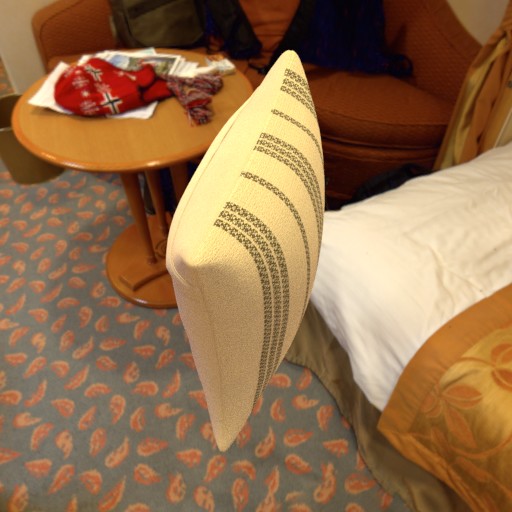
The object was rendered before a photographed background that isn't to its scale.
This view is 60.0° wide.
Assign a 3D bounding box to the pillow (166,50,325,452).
[{"bbox_3d":[0.000,0.000,0.618,0.173,0.406,0.405,10,48,9],"label":"pillow"}]
